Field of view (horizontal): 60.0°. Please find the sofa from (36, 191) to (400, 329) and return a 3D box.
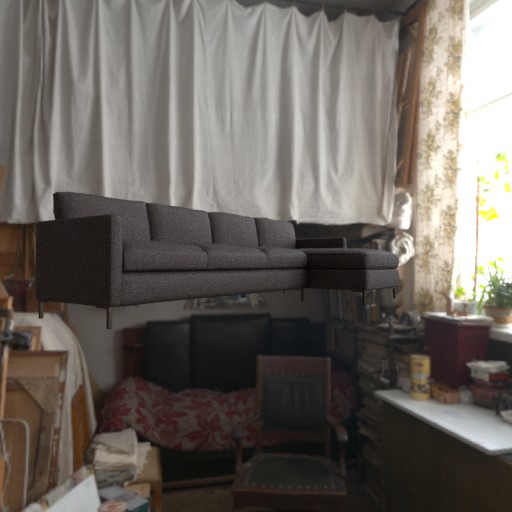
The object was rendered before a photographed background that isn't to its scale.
[{"bbox_3d":[0.000,0.000,3.899,1.483,0.892,3.221,-1,-1,37],"label":"sofa"}]
